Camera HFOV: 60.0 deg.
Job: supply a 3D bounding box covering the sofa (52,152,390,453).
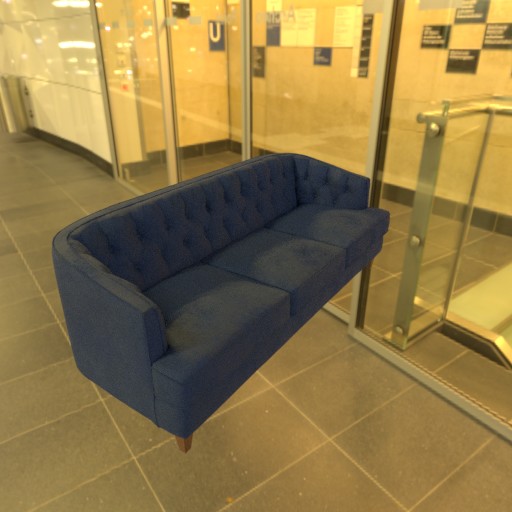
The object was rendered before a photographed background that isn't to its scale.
[{"bbox_3d":[0.000,0.000,2.721,0.941,0.855,2.278,17,30,31],"label":"sofa"}]
